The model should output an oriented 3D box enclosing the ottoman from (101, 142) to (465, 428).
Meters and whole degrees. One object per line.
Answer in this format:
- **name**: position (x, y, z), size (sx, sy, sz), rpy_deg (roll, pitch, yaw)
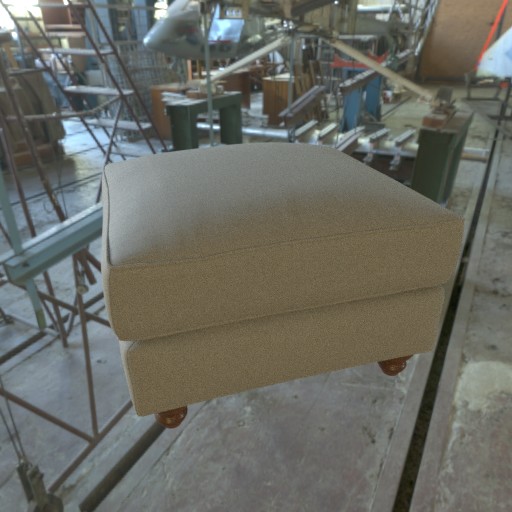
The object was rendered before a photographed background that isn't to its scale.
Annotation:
- **ottoman**: position (0.000, 0.000, 1.135), size (0.716, 0.505, 0.662), rpy_deg (-8, 29, -15)
